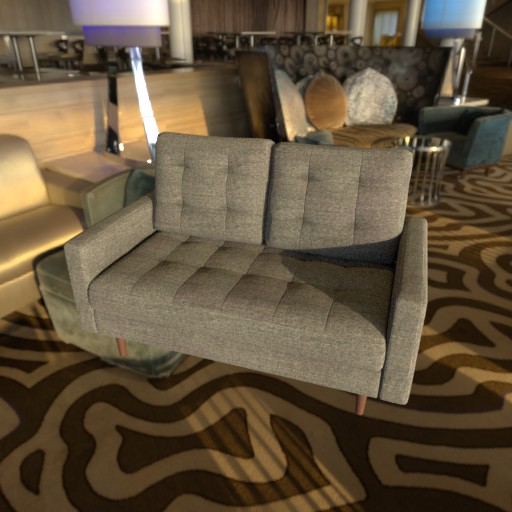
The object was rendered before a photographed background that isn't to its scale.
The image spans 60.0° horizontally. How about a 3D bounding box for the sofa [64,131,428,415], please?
[{"bbox_3d":[0.000,0.000,1.967,1.407,0.907,0.842,9,28,17],"label":"sofa"}]
